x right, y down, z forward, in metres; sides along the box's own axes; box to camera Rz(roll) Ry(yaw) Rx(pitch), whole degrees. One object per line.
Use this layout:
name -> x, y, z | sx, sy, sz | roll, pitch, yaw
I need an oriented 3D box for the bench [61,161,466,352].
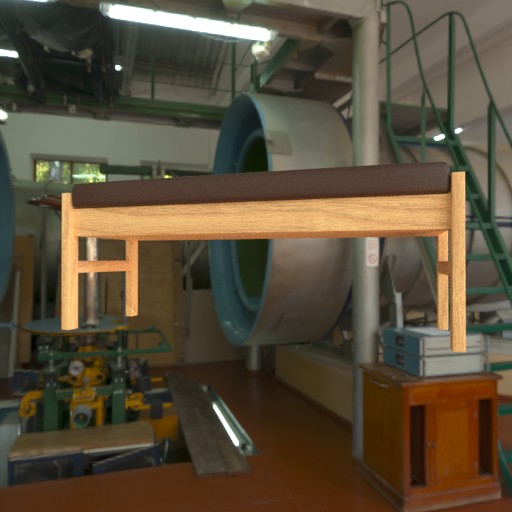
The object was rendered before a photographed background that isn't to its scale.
bench -> 0.000, 0.000, 1.457 | 1.200, 0.480, 0.405 | 0, 0, 17
